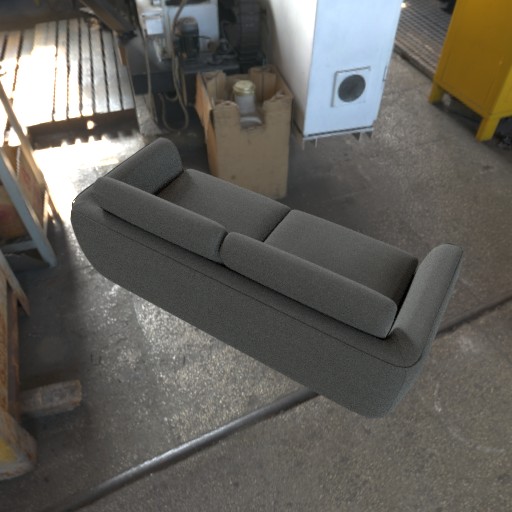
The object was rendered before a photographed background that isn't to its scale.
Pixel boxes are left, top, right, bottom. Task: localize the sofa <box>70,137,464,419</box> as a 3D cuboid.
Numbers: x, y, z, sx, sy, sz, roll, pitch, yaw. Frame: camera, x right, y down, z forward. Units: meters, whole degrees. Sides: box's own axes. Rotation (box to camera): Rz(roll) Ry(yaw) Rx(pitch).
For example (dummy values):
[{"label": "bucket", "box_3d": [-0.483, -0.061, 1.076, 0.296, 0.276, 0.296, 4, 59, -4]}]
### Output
[{"label": "sofa", "box_3d": [0.000, 0.000, 2.474, 2.000, 0.850, 0.920, 24, 52, 20]}]
